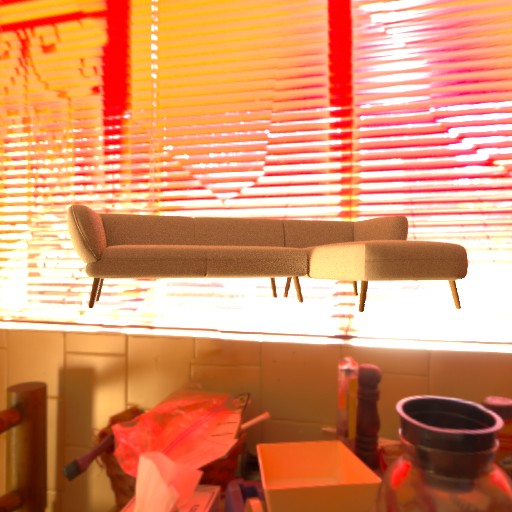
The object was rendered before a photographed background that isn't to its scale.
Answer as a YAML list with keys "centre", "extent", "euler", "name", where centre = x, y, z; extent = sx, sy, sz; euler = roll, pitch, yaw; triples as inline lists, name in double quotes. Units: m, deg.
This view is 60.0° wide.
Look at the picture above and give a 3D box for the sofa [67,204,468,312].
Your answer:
- centre: [0.000, 0.000, 3.317]
  extent: [2.660, 0.730, 1.610]
  euler: [0, -1, -16]
  name: "sofa"
